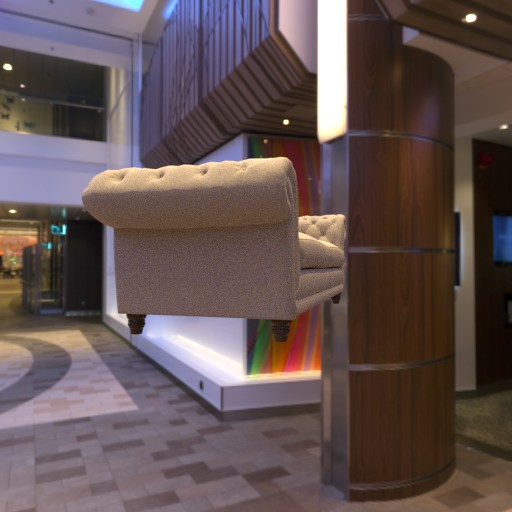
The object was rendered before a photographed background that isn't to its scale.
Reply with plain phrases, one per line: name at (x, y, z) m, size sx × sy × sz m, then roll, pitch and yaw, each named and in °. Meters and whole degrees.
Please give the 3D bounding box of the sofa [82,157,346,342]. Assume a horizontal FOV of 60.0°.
sofa at (0.000, 0.000, 3.204) m, size 1.076 × 0.847 × 2.694 m, roll 0°, pitch -1°, yaw 17°
